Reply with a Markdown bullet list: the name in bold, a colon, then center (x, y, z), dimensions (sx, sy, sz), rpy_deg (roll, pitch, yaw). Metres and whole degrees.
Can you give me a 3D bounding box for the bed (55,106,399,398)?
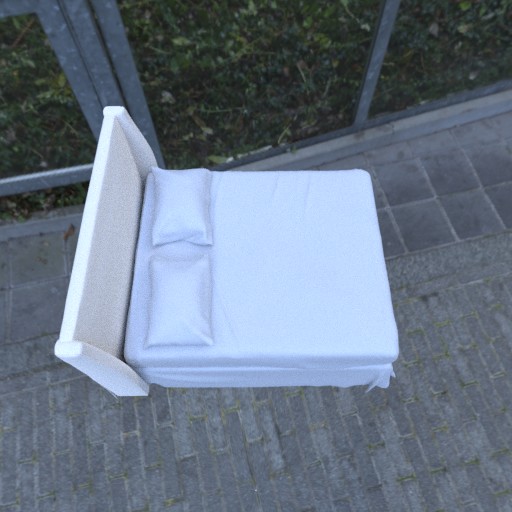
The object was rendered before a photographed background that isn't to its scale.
- **bed**: center (0.000, 0.000, 3.459), dimensions (2.276, 1.332, 1.925), rpy_deg (-1, 62, 0)
